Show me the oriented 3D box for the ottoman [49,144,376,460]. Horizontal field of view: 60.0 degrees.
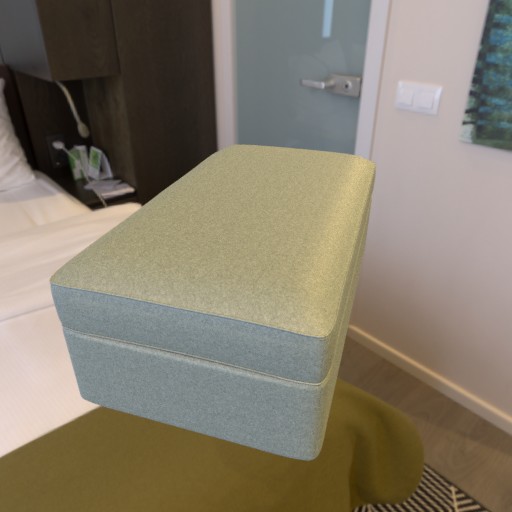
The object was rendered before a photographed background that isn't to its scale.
[{"bbox_3d":[0.000,0.000,1.518,0.681,0.494,1.173,9,31,15],"label":"ottoman"}]
